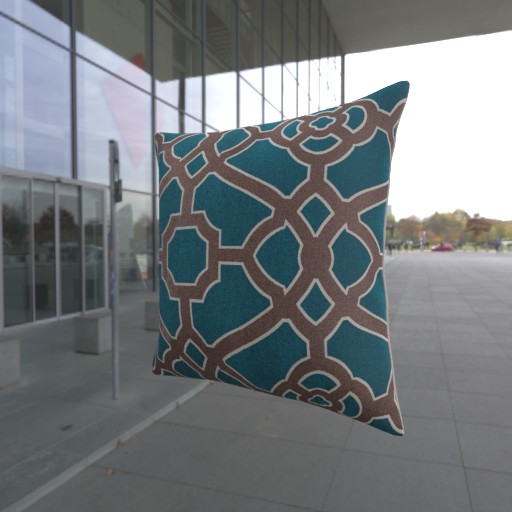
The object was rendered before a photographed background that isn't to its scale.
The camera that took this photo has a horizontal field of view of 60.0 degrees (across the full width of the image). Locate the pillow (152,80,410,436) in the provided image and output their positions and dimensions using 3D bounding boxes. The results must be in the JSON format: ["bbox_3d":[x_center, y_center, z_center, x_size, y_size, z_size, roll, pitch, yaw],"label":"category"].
[{"bbox_3d":[0.000,0.000,0.781,0.526,0.507,0.166,1,2,35],"label":"pillow"}]
